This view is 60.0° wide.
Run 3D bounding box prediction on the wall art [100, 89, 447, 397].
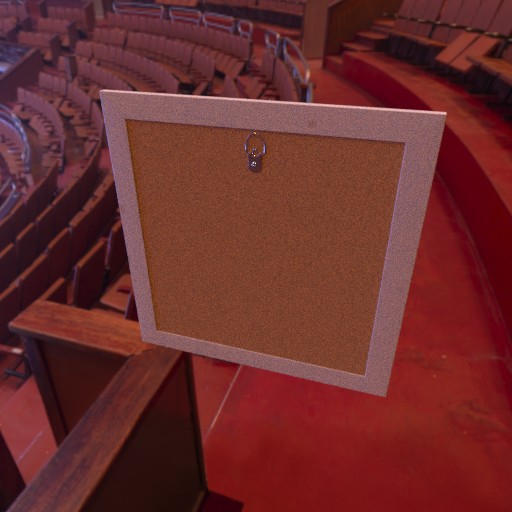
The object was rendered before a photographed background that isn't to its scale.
[{"bbox_3d":[0.000,0.000,0.855,0.572,0.577,0.015,9,32,15],"label":"wall art"}]
